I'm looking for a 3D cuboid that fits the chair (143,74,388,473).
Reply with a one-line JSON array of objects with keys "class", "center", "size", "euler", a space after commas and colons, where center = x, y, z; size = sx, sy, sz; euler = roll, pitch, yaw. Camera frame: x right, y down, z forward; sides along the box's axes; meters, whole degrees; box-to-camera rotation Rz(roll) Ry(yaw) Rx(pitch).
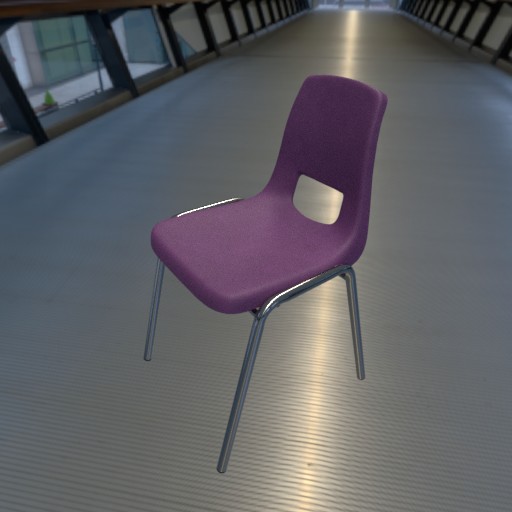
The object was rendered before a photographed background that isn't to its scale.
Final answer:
[{"class": "chair", "center": [0.000, 0.000, 0.916], "size": [0.432, 0.654, 0.381], "euler": [-20, 37, -29]}]
